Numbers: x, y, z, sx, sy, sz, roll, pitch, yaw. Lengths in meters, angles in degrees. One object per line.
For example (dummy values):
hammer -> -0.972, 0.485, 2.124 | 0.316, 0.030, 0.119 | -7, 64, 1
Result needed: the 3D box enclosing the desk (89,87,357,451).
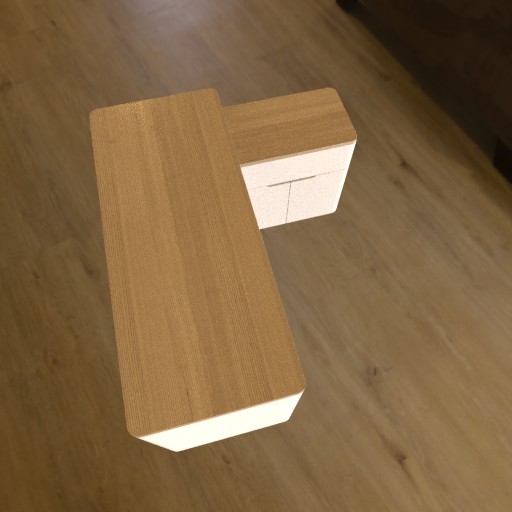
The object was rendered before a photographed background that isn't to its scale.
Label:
desk -> 0.000, 0.000, 2.073 | 1.175, 0.770, 1.400 | -13, 64, -7
